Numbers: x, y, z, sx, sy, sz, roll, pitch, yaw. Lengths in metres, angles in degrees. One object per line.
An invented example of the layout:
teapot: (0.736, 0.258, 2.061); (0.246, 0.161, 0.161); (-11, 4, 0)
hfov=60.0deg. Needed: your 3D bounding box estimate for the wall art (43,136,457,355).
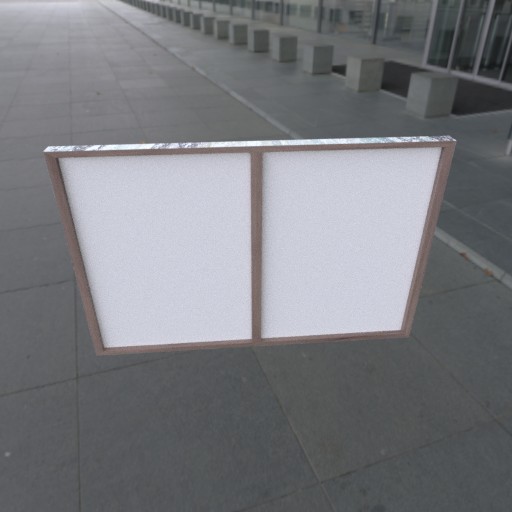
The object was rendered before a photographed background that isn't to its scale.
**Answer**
wall art: (0.000, 0.000, 1.157); (0.919, 0.598, 0.038); (-3, 32, -4)
